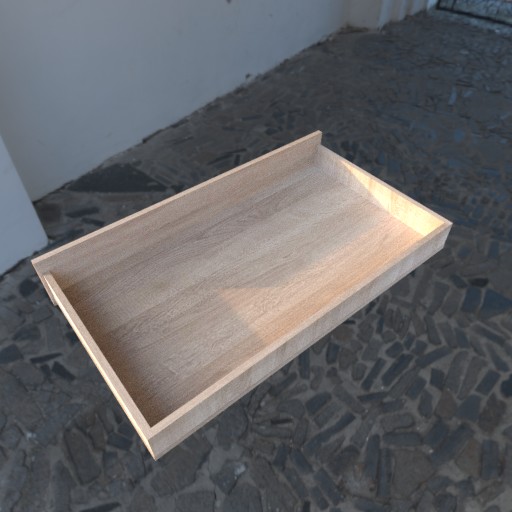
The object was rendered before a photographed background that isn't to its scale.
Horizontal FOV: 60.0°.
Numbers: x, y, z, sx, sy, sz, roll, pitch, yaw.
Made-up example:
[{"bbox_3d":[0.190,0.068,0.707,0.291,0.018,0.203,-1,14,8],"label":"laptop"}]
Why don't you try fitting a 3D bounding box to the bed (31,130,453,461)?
[{"bbox_3d":[0.000,0.000,1.484,1.200,0.209,0.685,-30,53,-26],"label":"bed"}]
